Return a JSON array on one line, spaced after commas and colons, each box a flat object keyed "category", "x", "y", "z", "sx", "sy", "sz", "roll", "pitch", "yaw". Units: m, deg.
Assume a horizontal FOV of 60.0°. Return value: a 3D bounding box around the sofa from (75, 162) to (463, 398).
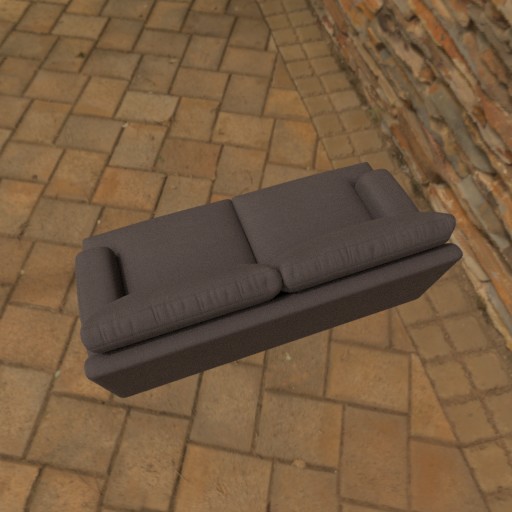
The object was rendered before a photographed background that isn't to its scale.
[{"category": "sofa", "x": 0.000, "y": 0.000, "z": 2.926, "sx": 2.271, "sy": 0.950, "sz": 1.140, "roll": -17, "pitch": 60, "yaw": -10}]
